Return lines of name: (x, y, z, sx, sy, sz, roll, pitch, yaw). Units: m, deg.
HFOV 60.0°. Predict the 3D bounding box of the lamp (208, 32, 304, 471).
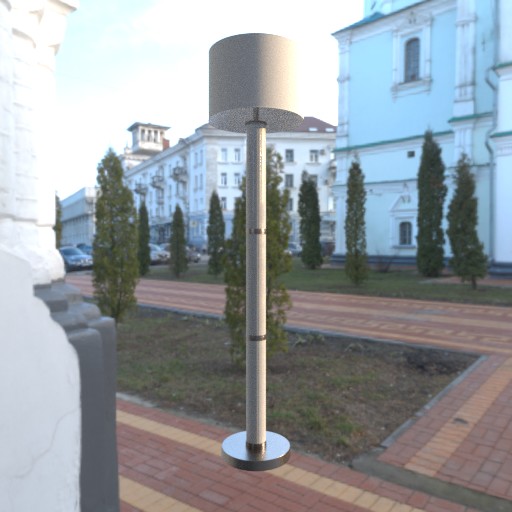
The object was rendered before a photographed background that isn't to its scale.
lamp: (0.000, 0.000, 1.772, 0.377, 1.599, 0.377, -1, 2, -37)
